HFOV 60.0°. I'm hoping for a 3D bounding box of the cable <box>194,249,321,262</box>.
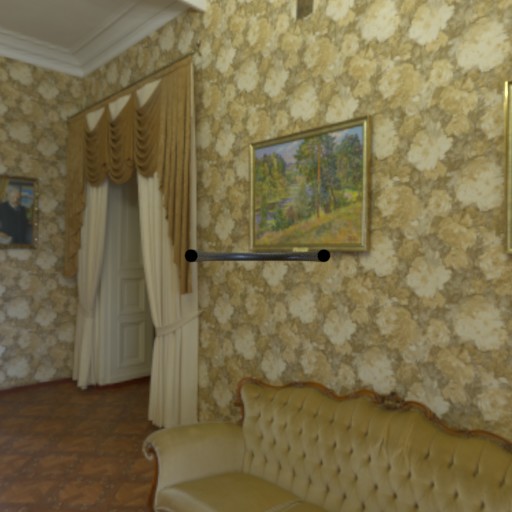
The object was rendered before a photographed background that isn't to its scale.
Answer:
[{"bbox_3d":[0.000,0.000,0.112,0.040,0.006,0.098,0,0,0],"label":"cable"}]
